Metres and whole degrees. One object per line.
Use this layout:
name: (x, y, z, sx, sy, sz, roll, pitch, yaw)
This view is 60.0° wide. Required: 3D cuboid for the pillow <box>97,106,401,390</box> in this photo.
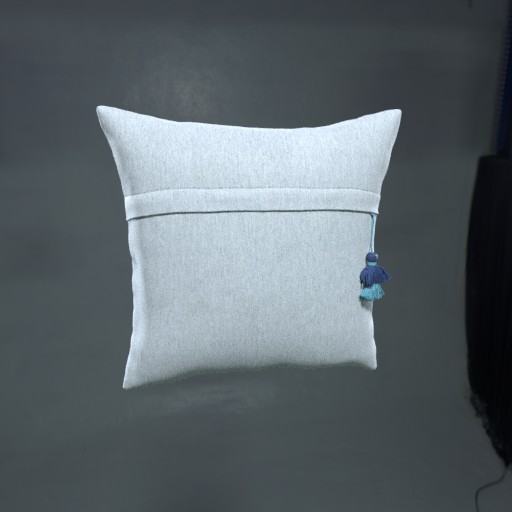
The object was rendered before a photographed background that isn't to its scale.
pillow: (0.000, 0.000, 0.687, 0.433, 0.436, 0.173, -2, 15, -9)
